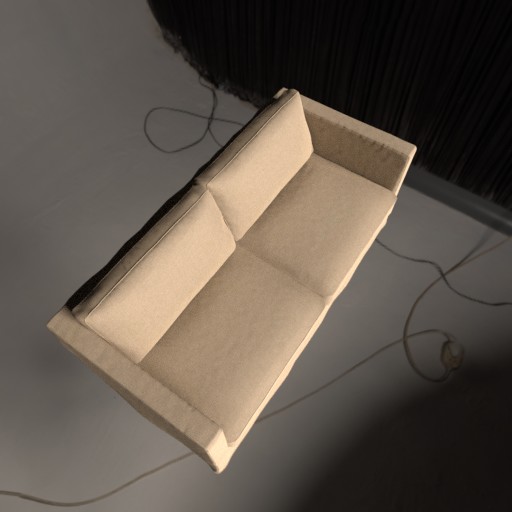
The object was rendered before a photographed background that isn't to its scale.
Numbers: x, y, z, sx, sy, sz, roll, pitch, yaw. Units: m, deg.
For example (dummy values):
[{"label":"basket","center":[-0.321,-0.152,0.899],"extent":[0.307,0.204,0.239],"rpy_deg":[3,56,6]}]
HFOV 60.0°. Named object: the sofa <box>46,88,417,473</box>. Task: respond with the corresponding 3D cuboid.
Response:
[{"label":"sofa","center":[0.000,0.000,2.481],"extent":[0.956,0.847,1.987],"rpy_deg":[31,63,17]}]
